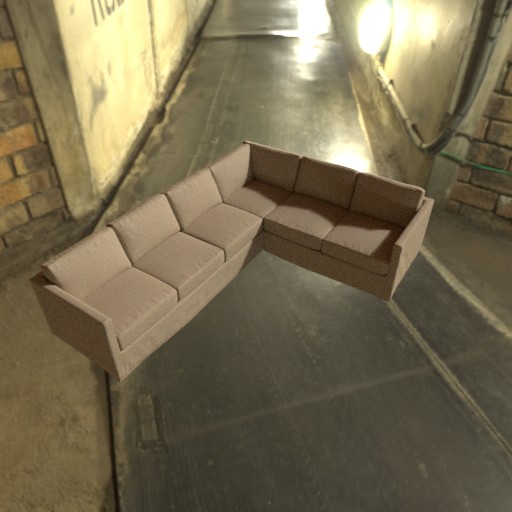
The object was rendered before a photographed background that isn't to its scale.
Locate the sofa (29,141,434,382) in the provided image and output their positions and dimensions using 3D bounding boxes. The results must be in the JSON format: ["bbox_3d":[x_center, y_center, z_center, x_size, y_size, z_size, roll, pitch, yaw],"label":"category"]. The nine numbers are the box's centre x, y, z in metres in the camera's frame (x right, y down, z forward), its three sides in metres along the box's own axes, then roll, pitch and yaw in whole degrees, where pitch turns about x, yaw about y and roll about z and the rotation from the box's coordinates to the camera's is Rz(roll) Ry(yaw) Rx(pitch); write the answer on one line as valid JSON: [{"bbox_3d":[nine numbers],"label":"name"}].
[{"bbox_3d":[0.000,0.000,4.325,2.432,0.871,3.182,23,44,26],"label":"sofa"}]
